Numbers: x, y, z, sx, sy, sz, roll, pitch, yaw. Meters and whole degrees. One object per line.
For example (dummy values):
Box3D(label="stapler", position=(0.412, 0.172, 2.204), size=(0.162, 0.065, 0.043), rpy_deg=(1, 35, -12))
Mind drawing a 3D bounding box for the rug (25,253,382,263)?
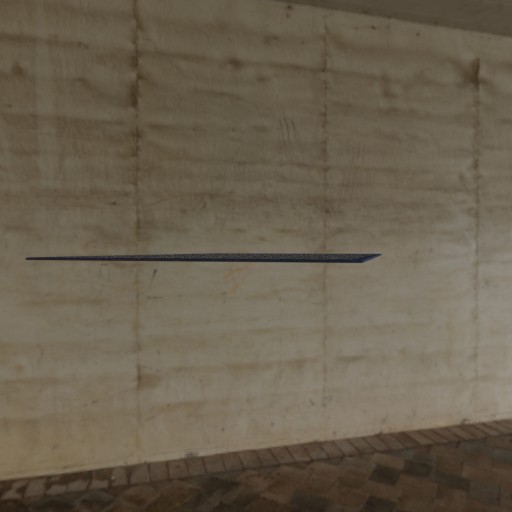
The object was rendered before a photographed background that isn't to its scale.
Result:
Box3D(label="rug", position=(0.000, 0.000, 2.324), size=(1.219, 0.010, 1.829), rpy_deg=(0, 1, 17))
